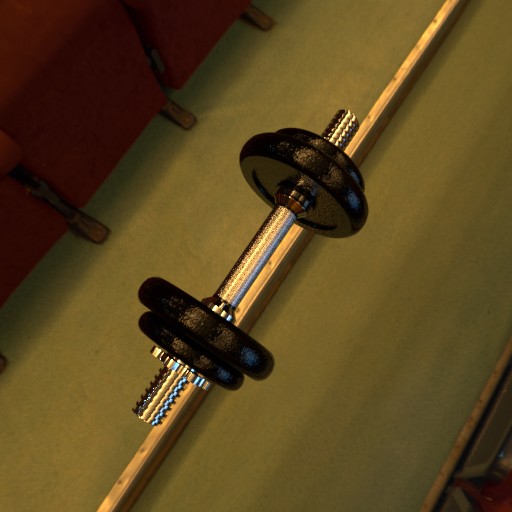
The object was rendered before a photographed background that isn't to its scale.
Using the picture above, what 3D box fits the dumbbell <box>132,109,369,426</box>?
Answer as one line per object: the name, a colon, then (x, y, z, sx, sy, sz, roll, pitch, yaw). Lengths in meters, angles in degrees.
dumbbell: (0.000, 0.000, 0.600, 0.202, 0.202, 0.497, 32, 78, 8)
